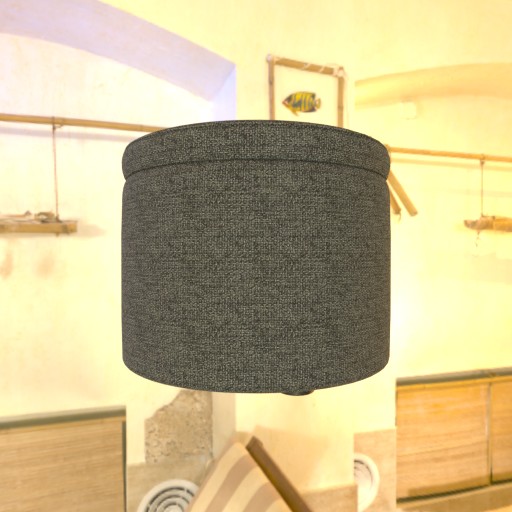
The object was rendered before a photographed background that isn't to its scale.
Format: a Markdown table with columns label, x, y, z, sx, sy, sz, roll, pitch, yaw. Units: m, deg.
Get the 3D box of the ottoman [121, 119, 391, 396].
| label | x | y | z | sx | sy | sz | roll | pitch | yaw |
| --- | --- | --- | --- | --- | --- | --- | --- | --- | --- |
| ottoman | 0.000 | 0.000 | 0.893 | 0.520 | 0.430 | 0.520 | 0 | 0 | 0 |
